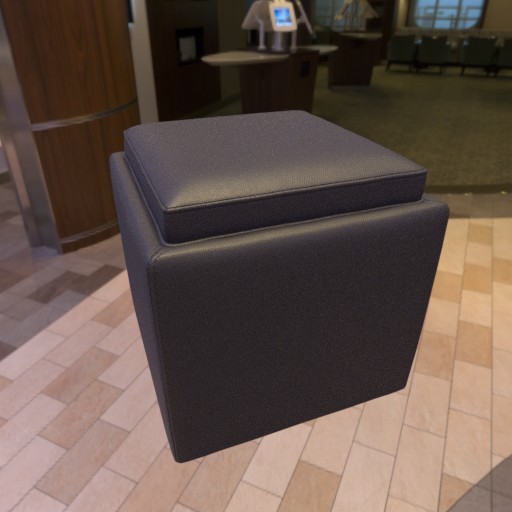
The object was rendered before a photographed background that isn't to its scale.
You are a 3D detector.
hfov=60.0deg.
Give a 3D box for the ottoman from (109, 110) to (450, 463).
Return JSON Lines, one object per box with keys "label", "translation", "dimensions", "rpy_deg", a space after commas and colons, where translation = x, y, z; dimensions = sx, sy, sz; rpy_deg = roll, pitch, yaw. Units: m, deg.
{"label": "ottoman", "translation": [0.000, 0.000, 0.820], "dimensions": [0.450, 0.460, 0.451], "rpy_deg": [-11, 32, -18]}
